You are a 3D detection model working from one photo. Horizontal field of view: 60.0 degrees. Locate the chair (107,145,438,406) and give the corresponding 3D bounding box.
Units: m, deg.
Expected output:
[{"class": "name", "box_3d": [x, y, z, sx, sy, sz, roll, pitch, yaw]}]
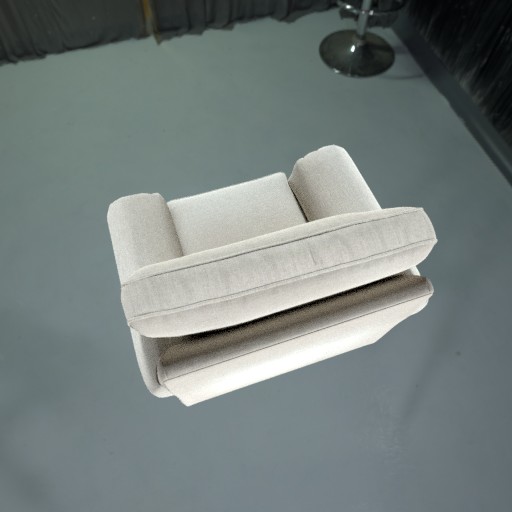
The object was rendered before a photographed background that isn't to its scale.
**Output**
[{"class": "chair", "box_3d": [0.000, 0.000, 1.850, 1.092, 0.961, 0.965, -16, 61, -9]}]
